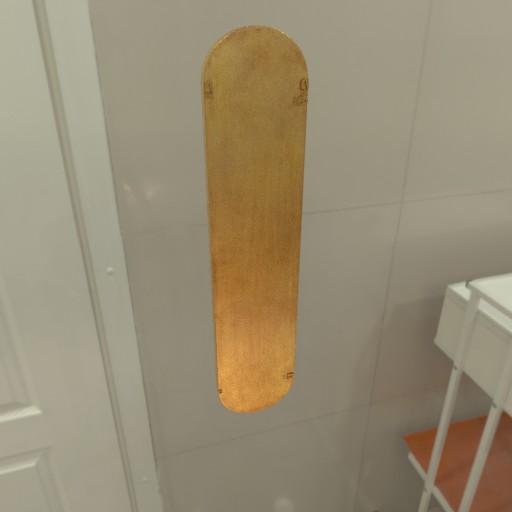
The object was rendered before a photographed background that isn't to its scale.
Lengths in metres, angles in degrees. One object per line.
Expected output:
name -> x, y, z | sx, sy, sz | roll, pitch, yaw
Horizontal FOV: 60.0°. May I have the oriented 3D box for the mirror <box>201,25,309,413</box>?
mirror -> 0.000, 0.000, 1.074 | 0.222, 0.991, 0.032 | -8, 27, -16
